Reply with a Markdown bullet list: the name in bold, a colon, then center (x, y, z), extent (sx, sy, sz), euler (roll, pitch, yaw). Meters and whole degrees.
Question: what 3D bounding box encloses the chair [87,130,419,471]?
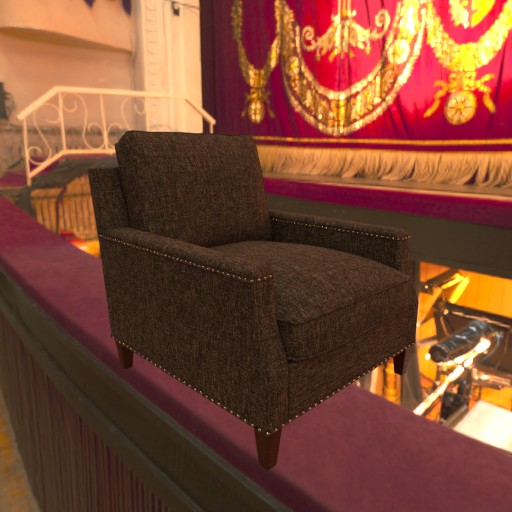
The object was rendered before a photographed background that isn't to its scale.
- **chair**: center (0.000, 0.000, 1.718), extent (0.853, 0.943, 1.014), euler (-13, 19, -43)
